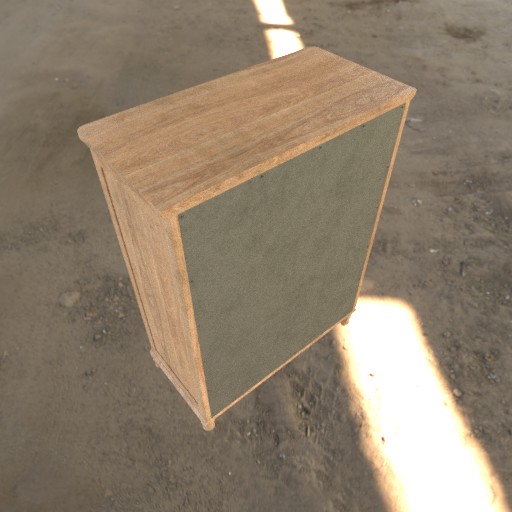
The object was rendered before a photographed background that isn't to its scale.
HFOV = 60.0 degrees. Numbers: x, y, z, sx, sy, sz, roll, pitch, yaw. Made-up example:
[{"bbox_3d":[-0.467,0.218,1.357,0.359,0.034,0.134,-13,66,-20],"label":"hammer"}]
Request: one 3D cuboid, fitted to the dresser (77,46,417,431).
[{"bbox_3d":[0.000,0.000,1.841,0.973,1.318,0.484,-31,53,-26],"label":"dresser"}]
